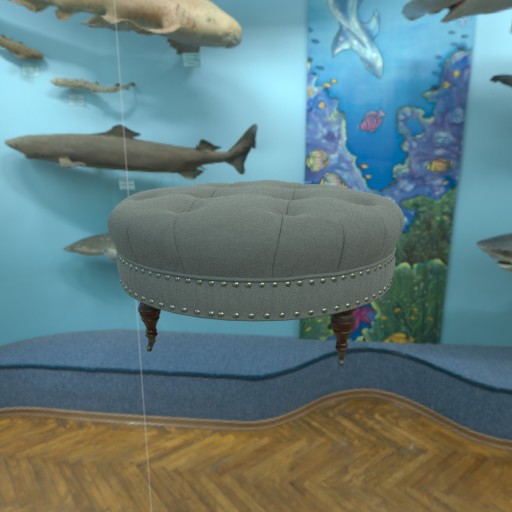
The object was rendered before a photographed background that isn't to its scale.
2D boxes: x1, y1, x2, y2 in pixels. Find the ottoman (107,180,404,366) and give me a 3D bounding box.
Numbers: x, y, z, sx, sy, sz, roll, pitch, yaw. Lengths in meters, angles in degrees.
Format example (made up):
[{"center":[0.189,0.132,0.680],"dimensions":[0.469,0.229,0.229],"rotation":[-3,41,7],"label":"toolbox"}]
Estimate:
[{"center":[0.000,0.000,1.424],"dimensions":[0.901,0.439,0.901],"rotation":[0,15,0],"label":"ottoman"}]
